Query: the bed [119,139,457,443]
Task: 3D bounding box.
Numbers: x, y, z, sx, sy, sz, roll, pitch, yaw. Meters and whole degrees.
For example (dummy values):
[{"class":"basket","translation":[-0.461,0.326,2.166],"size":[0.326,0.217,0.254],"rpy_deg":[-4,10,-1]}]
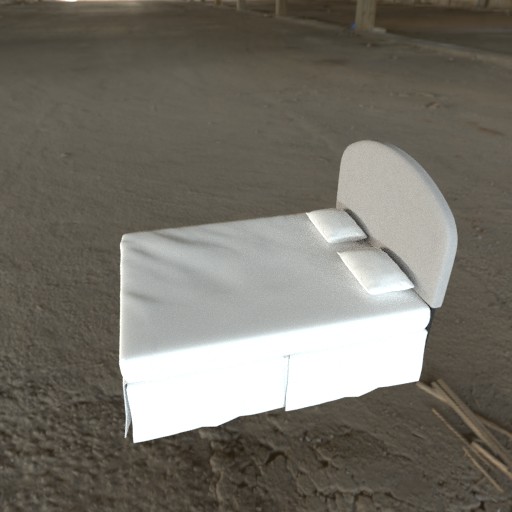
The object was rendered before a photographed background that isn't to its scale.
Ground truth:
[{"class":"bed","translation":[0.000,0.000,3.137],"size":[2.005,1.410,1.607],"rpy_deg":[-7,32,-12]}]
